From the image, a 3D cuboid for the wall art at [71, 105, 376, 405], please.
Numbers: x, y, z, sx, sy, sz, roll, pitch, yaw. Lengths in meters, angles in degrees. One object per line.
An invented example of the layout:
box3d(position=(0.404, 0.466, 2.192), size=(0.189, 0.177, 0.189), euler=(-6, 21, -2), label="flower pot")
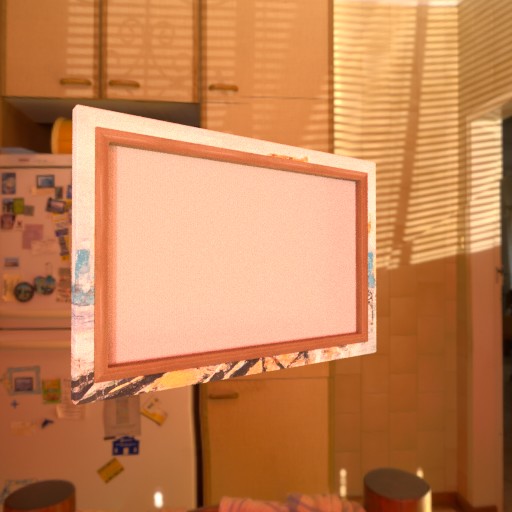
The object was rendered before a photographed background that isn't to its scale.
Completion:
box3d(position=(0.000, 0.000, 1.171), size=(0.913, 0.609, 0.038), euler=(1, -1, -35), label="wall art")
